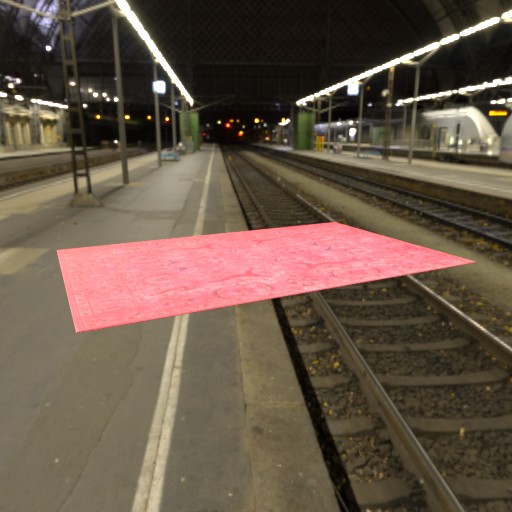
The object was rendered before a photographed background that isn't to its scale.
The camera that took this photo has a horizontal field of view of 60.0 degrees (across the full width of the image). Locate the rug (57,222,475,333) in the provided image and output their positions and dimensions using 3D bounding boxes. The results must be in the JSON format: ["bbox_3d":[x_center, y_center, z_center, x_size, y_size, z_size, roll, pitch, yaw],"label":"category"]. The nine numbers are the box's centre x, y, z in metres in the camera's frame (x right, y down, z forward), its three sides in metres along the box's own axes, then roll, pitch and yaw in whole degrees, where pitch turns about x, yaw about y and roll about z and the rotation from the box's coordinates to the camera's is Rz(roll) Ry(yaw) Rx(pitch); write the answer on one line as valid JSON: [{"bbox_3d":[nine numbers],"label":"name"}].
[{"bbox_3d":[0.000,0.000,3.027,2.423,0.010,1.534,-7,17,-25],"label":"rug"}]
